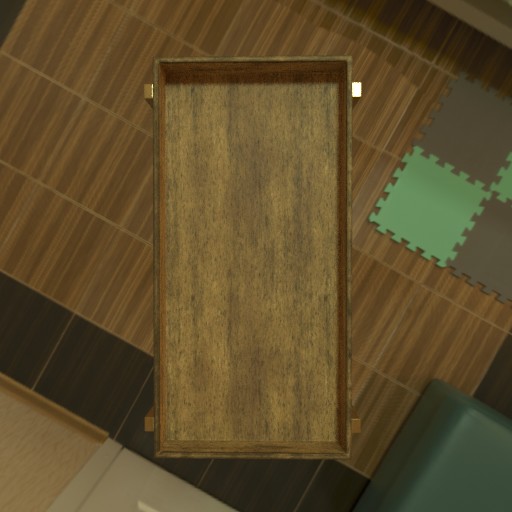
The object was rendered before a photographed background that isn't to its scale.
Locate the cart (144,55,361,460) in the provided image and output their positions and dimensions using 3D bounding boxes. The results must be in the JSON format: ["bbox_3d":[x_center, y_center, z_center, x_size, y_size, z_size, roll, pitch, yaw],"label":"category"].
[{"bbox_3d":[0.000,0.000,1.223,0.416,0.799,0.750,0,91,1],"label":"cart"}]
